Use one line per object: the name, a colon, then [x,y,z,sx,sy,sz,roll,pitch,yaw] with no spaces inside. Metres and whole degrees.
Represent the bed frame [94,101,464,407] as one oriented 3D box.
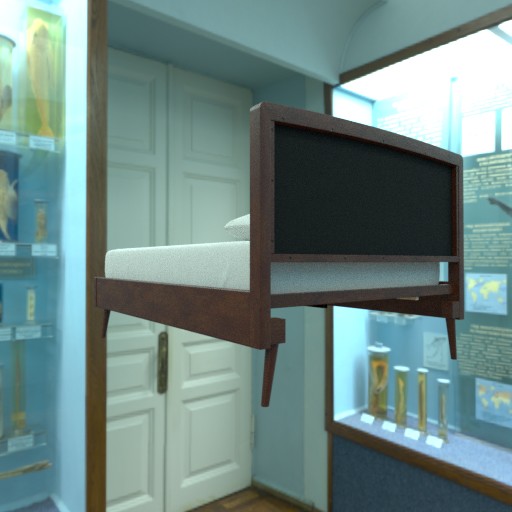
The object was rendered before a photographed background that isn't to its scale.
bed frame: [0.000,0.000,3.131,1.587,1.279,2.171,1,-1,-37]
